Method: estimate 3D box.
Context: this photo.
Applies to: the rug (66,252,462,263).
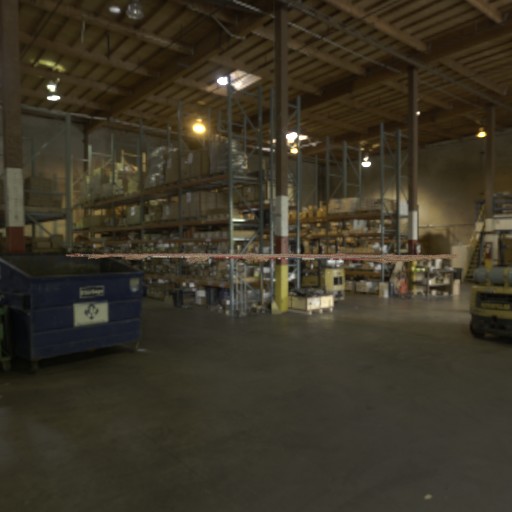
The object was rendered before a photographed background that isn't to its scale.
[{"bbox_3d":[0.000,0.000,3.170,2.450,0.048,1.778,1,1,37],"label":"rug"}]
